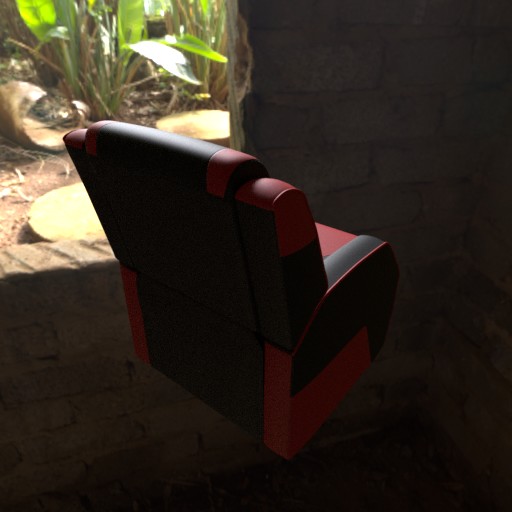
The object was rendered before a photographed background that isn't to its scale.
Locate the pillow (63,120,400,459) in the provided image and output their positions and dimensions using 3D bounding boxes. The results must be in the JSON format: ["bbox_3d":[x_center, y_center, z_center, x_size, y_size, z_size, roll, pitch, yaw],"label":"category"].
[{"bbox_3d":[0.000,0.000,1.248,0.620,0.805,0.672,22,37,33],"label":"pillow"}]
